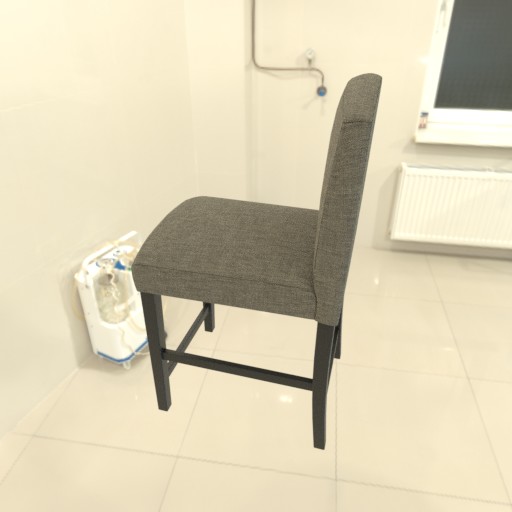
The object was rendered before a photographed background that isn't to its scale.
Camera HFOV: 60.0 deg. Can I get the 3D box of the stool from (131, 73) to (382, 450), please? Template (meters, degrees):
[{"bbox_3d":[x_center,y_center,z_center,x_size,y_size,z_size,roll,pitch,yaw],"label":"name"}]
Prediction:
[{"bbox_3d":[0.000,0.000,1.244,0.552,0.966,0.451,8,31,14],"label":"stool"}]
